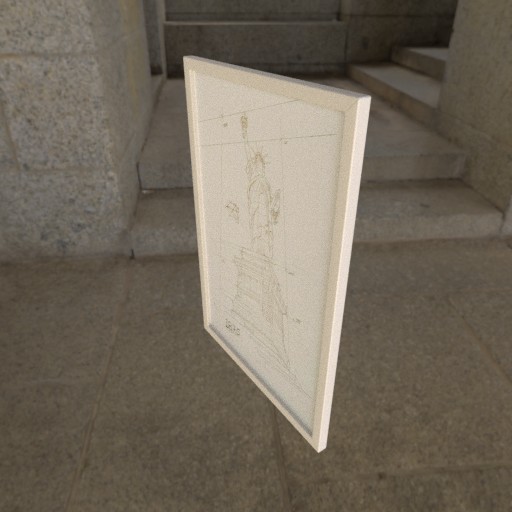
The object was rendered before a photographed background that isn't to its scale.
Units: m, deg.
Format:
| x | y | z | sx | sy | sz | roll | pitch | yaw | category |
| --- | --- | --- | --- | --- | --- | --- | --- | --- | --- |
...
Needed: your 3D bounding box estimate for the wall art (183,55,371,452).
| x | y | z | sx | sy | sz | roll | pitch | yaw | category |
| --- | --- | --- | --- | --- | --- | --- | --- | --- | --- |
| 0.000 | 0.000 | 1.046 | 0.026 | 0.813 | 0.556 | -20 | 36 | -29 | wall art |
